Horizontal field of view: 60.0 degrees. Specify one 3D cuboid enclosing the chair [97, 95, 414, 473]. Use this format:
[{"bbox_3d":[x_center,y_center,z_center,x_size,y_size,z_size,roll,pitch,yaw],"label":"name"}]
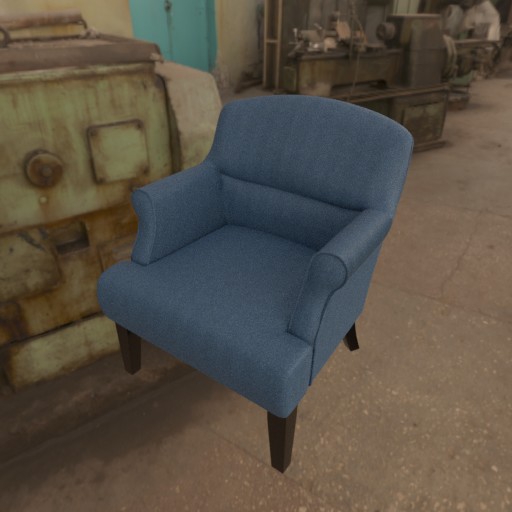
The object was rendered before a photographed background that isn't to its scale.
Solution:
[{"bbox_3d":[0.000,0.000,1.437,0.770,0.878,0.754,21,37,30],"label":"chair"}]
